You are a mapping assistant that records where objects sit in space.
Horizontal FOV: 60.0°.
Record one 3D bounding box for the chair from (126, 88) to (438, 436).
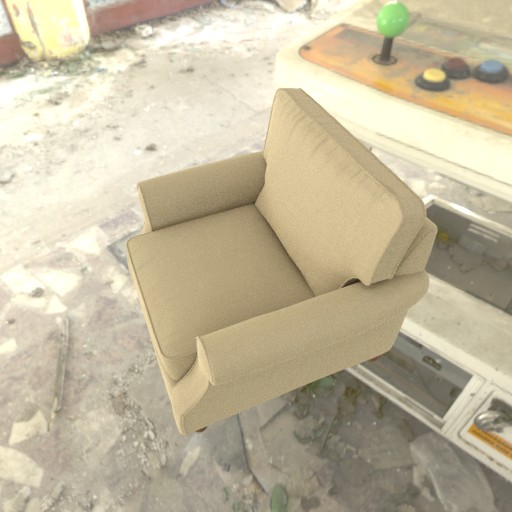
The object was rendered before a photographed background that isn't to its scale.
[{"bbox_3d":[0.000,0.000,1.775,0.966,0.967,1.029,-17,48,-16],"label":"chair"}]
